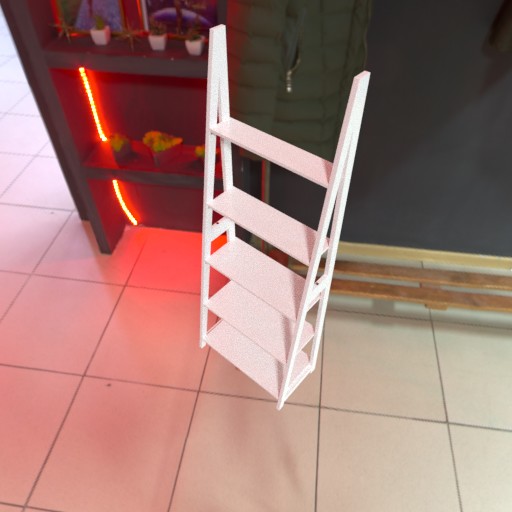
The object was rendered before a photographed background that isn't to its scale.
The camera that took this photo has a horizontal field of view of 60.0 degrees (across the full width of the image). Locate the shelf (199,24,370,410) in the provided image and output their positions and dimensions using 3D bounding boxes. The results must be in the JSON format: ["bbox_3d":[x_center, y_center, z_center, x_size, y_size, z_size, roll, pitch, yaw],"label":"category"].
[{"bbox_3d":[0.000,0.000,2.050,0.636,1.779,0.341,32,54,27],"label":"shelf"}]
